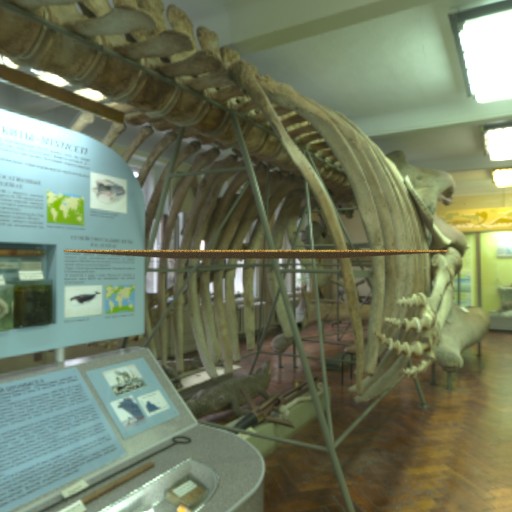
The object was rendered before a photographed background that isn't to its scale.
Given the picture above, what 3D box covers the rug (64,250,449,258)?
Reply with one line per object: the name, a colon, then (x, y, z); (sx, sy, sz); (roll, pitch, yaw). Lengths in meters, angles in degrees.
rug: (0.000, 0.000, 2.181); (1.143, 0.006, 1.747); (0, -1, 0)
